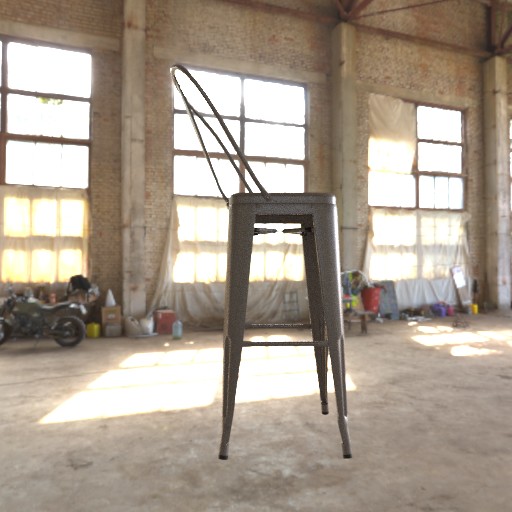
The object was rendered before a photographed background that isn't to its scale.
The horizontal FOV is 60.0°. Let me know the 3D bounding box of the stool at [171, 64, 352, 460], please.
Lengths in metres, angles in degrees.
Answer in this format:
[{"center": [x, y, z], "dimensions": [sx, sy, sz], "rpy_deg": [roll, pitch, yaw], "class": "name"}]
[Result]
[{"center": [0.000, 0.000, 1.374], "dimensions": [0.513, 1.096, 0.399], "rpy_deg": [0, -1, -1], "class": "stool"}]
